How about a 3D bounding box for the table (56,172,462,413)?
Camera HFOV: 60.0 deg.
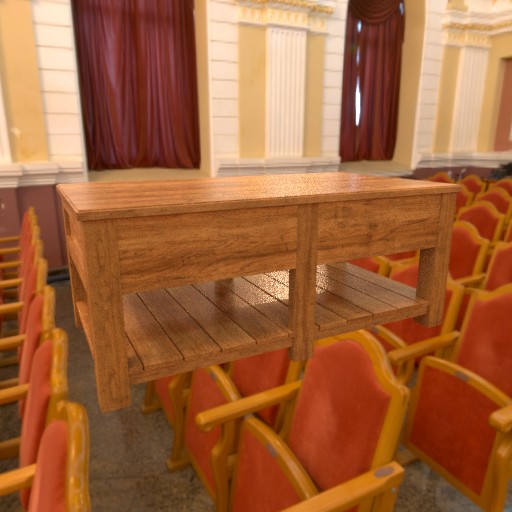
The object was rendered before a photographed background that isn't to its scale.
[{"bbox_3d":[0.000,0.000,1.492,1.150,0.480,0.635,-7,17,-26],"label":"table"}]
